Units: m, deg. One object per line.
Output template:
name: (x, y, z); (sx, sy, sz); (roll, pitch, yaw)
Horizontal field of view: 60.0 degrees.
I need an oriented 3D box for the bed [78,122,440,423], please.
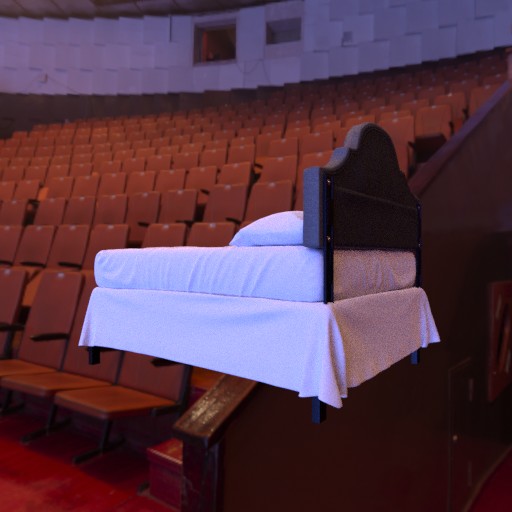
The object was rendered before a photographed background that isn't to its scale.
bed: (0.000, 0.000, 3.357); (2.222, 1.634, 1.780); (0, 0, 37)
